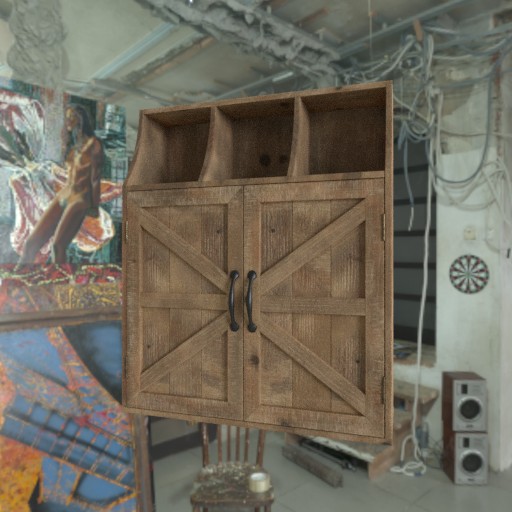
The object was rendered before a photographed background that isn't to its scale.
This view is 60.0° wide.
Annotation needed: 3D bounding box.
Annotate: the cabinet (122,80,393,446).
[{"bbox_3d":[0.000,0.000,0.830,0.489,0.590,0.184,0,0,18],"label":"cabinet"}]
